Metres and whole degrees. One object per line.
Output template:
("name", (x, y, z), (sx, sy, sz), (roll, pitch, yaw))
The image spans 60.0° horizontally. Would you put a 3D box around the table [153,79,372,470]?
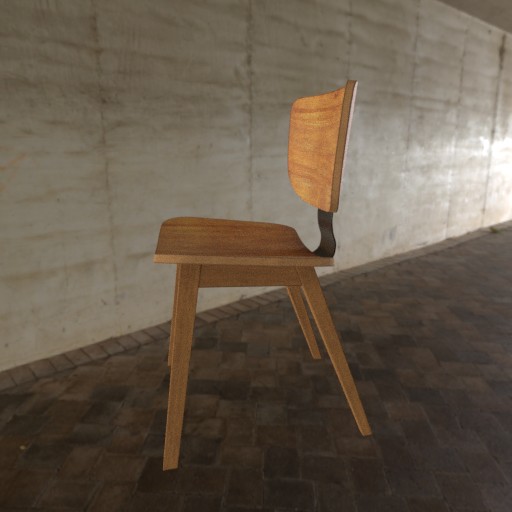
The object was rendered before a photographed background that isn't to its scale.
("table", (0.000, 0.000, 1.132), (0.500, 0.805, 0.499), (-2, 14, -9))
